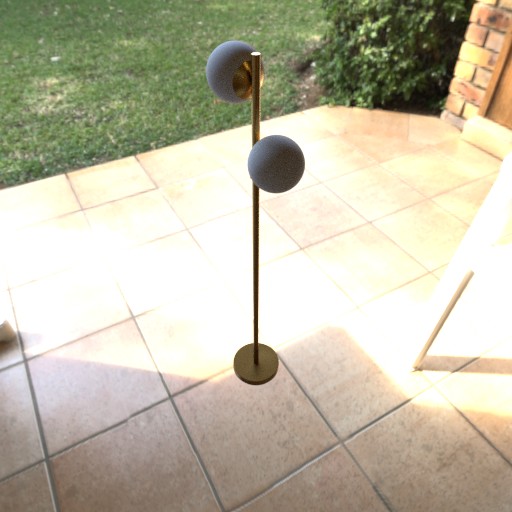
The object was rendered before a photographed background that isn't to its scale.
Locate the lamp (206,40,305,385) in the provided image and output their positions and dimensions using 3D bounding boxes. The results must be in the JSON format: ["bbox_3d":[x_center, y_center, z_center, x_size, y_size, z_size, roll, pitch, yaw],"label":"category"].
[{"bbox_3d":[0.000,0.000,1.866,0.249,1.641,0.419,-26,49,-25],"label":"lamp"}]
